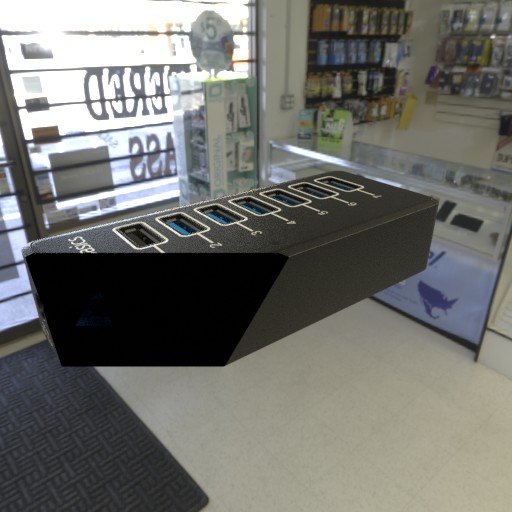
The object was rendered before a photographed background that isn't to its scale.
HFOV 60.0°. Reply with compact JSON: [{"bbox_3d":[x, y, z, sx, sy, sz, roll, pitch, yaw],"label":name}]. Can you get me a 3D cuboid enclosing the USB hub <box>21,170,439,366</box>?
[{"bbox_3d":[0.000,0.000,0.124,0.110,0.023,0.044,-19,32,-33],"label":"USB hub"}]
